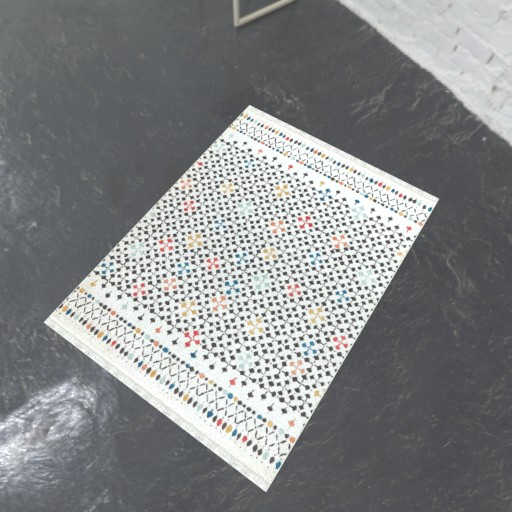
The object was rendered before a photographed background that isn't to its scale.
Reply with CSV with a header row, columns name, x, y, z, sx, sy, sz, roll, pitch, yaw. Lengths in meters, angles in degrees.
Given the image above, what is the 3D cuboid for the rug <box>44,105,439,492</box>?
name,x,y,z,sx,sy,sz,roll,pitch,yaw
rug,0.000,0.000,4.218,2.354,0.007,3.196,31,66,15
